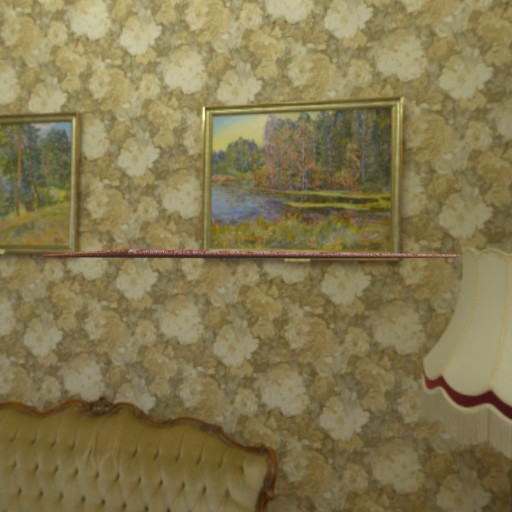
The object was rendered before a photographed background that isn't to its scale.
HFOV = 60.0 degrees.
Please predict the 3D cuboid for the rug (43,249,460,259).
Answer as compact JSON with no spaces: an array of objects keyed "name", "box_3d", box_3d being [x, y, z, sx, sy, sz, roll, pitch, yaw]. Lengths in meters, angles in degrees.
[{"name":"rug","box_3d":[0.000,0.000,2.329,1.829,0.016,1.219,1,-1,-36]}]
